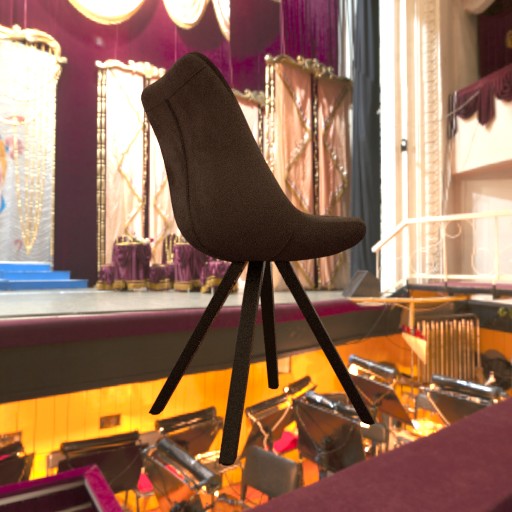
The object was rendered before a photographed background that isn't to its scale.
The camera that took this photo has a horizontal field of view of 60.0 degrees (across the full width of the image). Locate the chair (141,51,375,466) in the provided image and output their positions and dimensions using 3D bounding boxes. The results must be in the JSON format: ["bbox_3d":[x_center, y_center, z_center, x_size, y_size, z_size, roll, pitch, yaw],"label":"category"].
[{"bbox_3d":[0.000,0.000,1.172,0.550,0.850,0.476,1,-2,-35],"label":"chair"}]
